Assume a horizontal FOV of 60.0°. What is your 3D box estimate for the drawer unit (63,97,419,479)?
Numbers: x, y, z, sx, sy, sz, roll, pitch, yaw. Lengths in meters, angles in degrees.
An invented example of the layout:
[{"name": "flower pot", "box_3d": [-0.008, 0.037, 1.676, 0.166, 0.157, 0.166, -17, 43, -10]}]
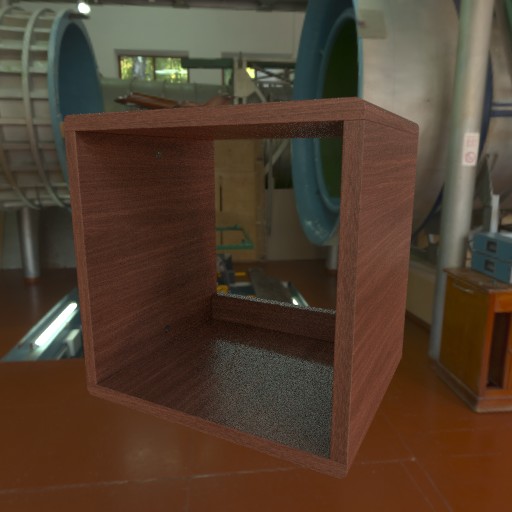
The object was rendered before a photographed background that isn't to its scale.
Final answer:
[{"name": "drawer unit", "box_3d": [0.000, 0.000, 0.593, 0.349, 0.351, 0.290, 6, 14, 27]}]
